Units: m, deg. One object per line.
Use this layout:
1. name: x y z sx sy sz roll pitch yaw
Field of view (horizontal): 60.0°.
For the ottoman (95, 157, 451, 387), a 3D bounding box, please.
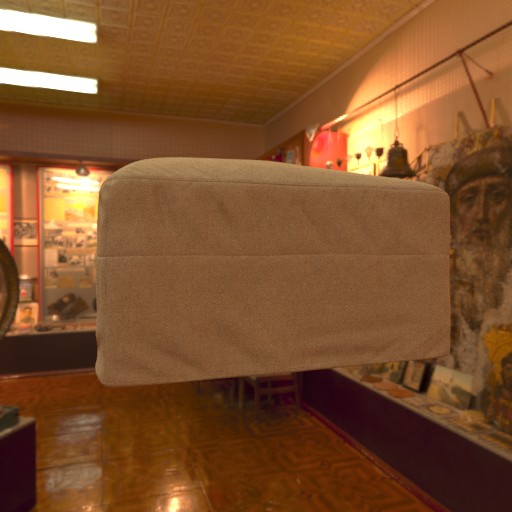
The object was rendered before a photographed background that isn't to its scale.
1. ottoman: 0.000 0.000 1.245 0.837 0.481 0.683 0 1 -17
